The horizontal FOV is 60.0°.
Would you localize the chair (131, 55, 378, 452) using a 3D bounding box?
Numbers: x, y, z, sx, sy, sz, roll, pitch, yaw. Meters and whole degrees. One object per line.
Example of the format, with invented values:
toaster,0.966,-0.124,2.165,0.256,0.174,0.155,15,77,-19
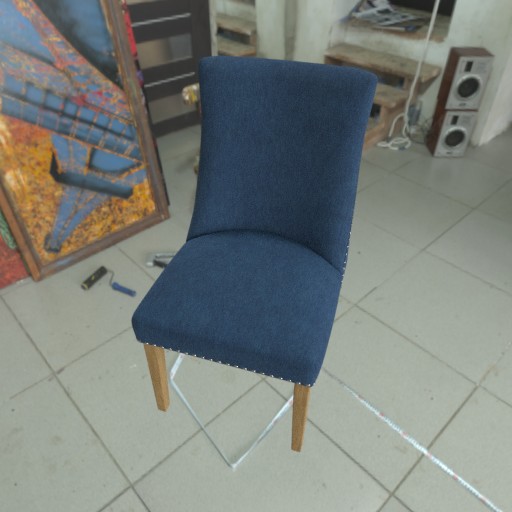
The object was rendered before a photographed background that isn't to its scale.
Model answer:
chair,0.000,0.000,1.248,0.495,0.902,0.610,11,41,13
